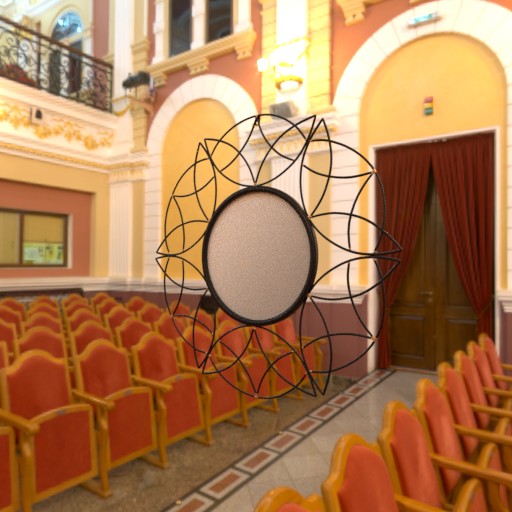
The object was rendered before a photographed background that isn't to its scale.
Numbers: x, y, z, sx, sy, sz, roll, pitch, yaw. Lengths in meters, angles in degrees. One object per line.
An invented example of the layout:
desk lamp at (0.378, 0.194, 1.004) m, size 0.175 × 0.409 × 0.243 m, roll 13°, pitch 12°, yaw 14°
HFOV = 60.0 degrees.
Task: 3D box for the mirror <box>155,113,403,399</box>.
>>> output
mirror at (0.000, 0.000, 1.207) m, size 0.797 × 0.775 × 0.028 m, roll 0°, pitch -1°, yaw 36°
